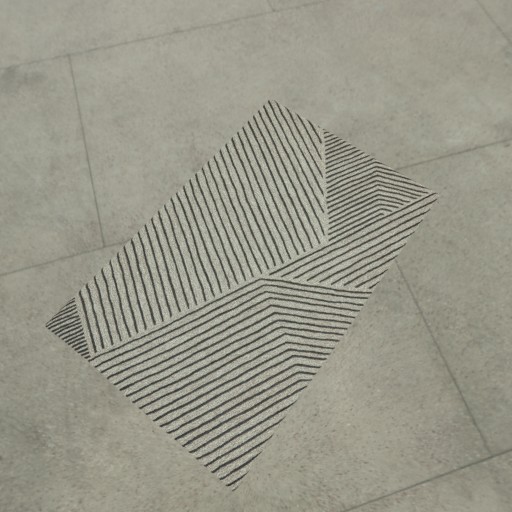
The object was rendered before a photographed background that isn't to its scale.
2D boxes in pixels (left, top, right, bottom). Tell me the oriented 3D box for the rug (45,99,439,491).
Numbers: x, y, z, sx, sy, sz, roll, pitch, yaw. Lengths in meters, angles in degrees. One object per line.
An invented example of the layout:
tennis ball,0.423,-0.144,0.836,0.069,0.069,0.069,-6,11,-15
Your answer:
rug,0.000,0.000,3.012,1.539,0.023,2.406,35,69,15
